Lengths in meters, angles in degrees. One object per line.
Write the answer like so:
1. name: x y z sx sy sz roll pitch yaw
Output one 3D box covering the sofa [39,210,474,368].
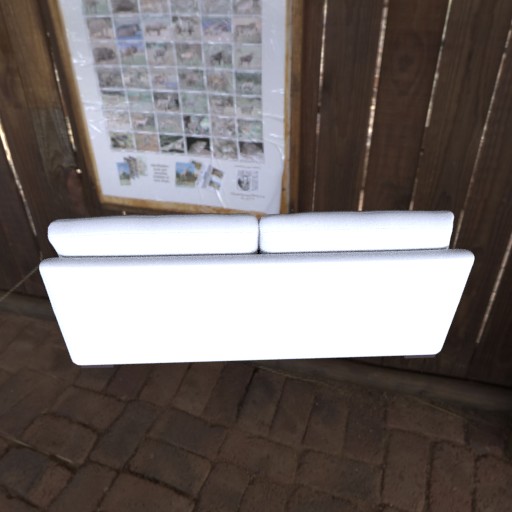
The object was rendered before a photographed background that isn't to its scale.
1. sofa: 0.000 0.000 2.823 2.261 0.940 1.143 -1 31 -2
